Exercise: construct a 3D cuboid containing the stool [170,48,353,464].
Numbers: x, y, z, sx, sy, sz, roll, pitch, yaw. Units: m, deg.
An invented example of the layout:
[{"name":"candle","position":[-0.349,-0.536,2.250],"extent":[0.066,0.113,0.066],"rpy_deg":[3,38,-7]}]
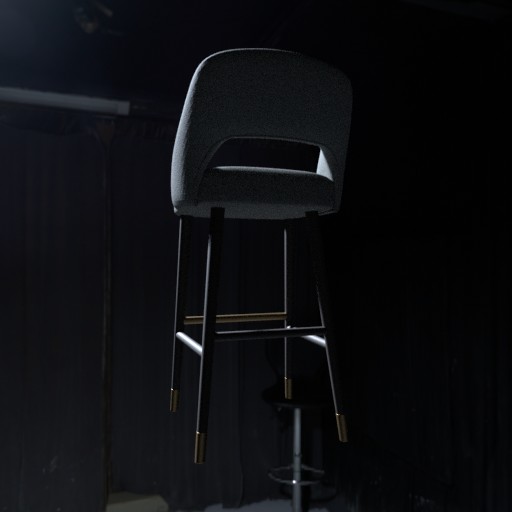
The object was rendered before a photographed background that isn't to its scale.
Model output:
[{"name":"stool","position":[0.000,0.000,1.405],"extent":[0.536,1.089,0.524],"rpy_deg":[0,0,-19]}]
